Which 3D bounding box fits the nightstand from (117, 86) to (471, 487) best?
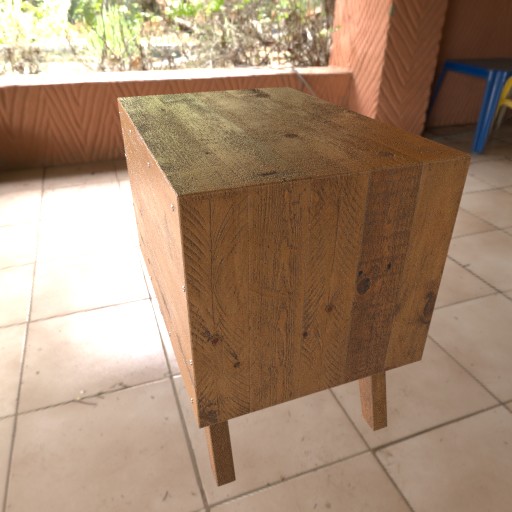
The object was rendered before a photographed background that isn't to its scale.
[{"bbox_3d":[0.000,0.000,0.994,0.450,0.599,0.650,-11,32,-18],"label":"nightstand"}]
